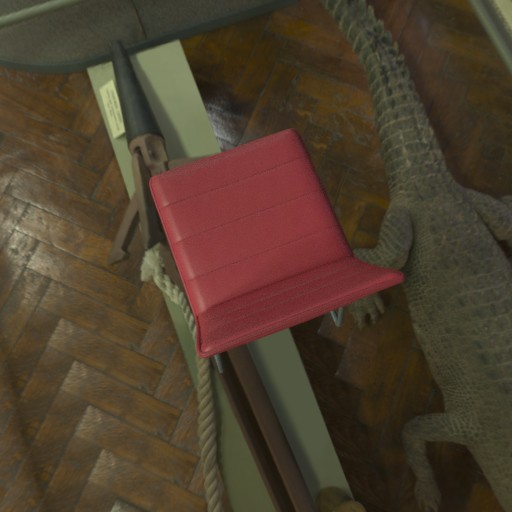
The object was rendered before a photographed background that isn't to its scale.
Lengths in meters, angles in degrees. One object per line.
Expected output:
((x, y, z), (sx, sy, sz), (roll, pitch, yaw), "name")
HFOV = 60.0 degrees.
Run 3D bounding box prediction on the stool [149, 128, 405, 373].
((0.000, 0.000, 1.254), (0.489, 0.937, 0.524), (-20, 77, -5), "stool")
